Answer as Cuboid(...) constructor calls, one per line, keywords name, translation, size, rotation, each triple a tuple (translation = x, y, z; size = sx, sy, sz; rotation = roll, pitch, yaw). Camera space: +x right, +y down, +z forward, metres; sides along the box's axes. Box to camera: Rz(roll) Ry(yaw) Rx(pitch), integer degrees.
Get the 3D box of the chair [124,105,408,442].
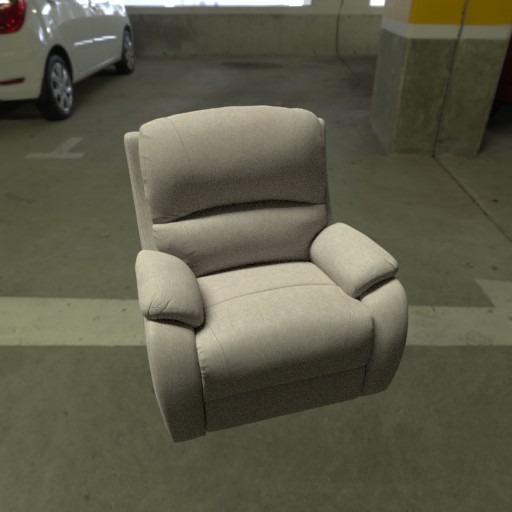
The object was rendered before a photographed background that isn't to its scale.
Cuboid(name="chair", translation=(0.000, 0.000, 1.757), size=(0.930, 1.011, 0.899), rotation=(-9, 32, -14))
